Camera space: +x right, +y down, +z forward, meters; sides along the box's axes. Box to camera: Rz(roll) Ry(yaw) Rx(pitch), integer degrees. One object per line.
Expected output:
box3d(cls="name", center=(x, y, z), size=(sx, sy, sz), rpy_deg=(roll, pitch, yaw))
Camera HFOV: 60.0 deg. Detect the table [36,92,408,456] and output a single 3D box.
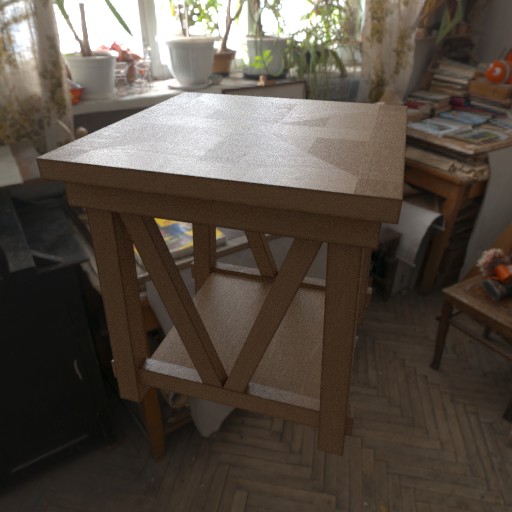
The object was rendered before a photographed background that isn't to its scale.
box3d(cls="table", center=(0.000, 0.000, 1.105), size=(0.612, 0.638, 0.610), rpy_deg=(9, 32, 15))
